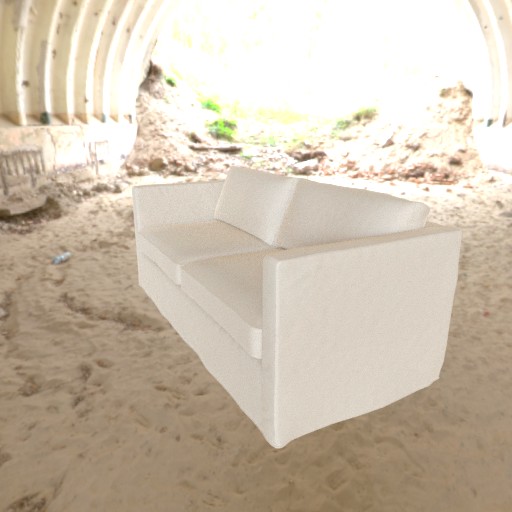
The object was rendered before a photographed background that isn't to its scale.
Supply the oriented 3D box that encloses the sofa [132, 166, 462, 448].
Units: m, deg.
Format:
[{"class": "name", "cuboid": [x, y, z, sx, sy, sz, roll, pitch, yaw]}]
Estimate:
[{"class": "sofa", "cuboid": [0.000, 0.000, 2.545, 0.940, 0.870, 1.987, -9, 19, -27]}]
